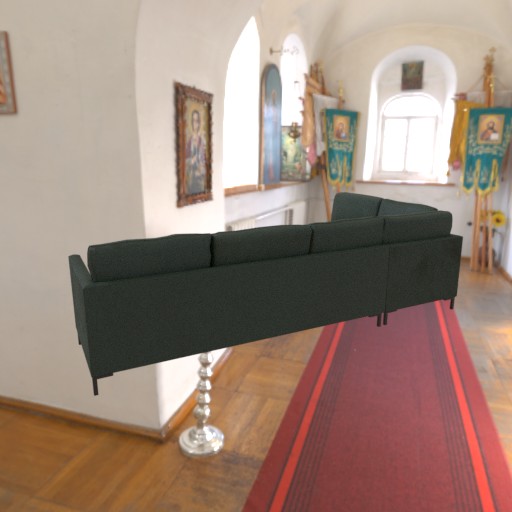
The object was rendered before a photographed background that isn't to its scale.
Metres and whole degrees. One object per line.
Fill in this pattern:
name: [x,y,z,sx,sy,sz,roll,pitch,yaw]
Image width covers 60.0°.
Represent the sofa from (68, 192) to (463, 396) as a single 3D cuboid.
sofa: [0.000,0.000,4.329,3.384,0.996,2.048,-7,16,-26]
